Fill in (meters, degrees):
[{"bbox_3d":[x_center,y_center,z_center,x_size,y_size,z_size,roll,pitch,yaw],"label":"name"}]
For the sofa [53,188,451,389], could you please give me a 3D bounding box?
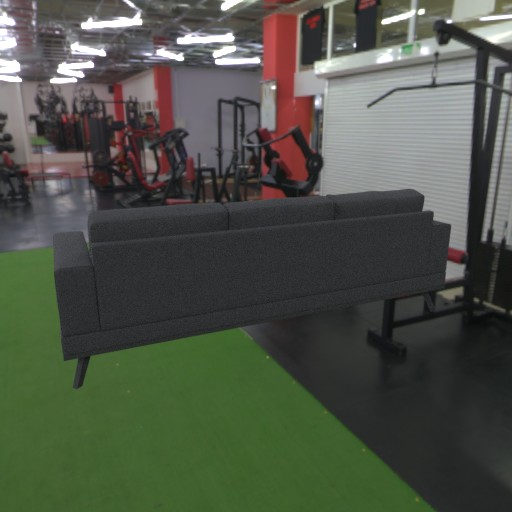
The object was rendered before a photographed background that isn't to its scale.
[{"bbox_3d":[0.000,0.000,2.771,2.310,0.810,0.920,-7,18,-23],"label":"sofa"}]
